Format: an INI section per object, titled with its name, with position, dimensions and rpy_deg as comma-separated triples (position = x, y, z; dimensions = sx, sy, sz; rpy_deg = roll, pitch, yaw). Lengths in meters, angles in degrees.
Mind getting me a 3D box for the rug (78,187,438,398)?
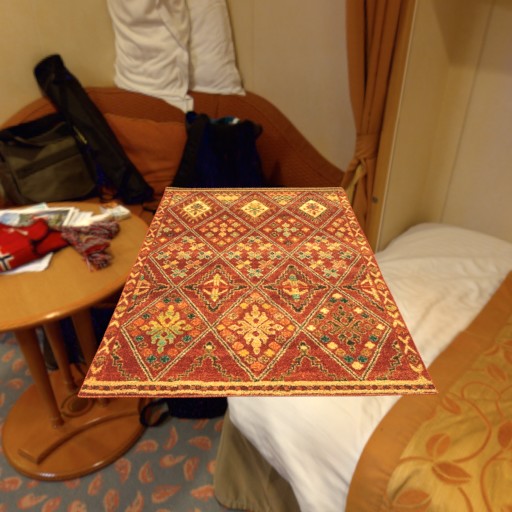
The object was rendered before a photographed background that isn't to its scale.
[rug]
position = 0.000, 0.000, 2.836
dimensions = 1.521, 0.026, 2.286
rpy_deg = 0, 31, 0
